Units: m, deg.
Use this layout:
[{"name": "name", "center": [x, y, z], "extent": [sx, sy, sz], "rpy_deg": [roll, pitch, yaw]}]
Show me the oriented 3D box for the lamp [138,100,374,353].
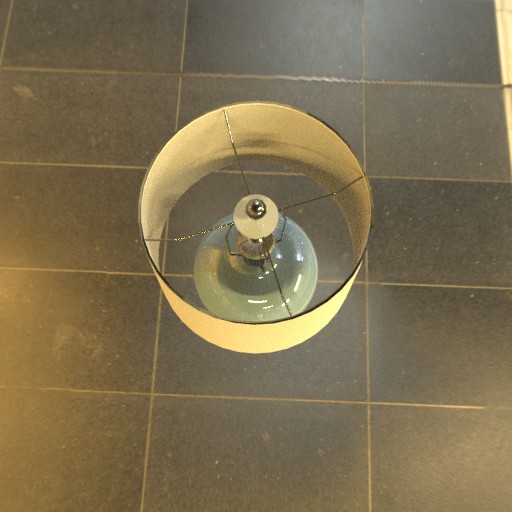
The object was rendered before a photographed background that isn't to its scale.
[{"name": "lamp", "center": [0.000, 0.000, 0.574], "extent": [0.247, 0.387, 0.247], "rpy_deg": [0, 77, 0]}]
